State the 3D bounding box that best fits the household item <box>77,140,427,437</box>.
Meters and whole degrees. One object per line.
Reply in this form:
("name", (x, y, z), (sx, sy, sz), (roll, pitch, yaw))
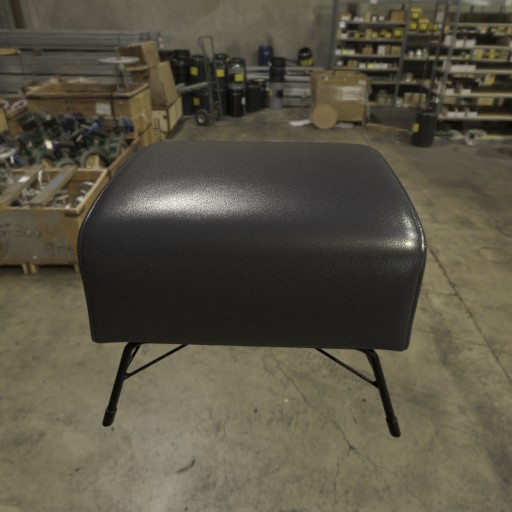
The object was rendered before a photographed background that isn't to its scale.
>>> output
("household item", (0.000, 0.000, 0.906), (0.530, 0.410, 0.530), (1, 30, 2))
